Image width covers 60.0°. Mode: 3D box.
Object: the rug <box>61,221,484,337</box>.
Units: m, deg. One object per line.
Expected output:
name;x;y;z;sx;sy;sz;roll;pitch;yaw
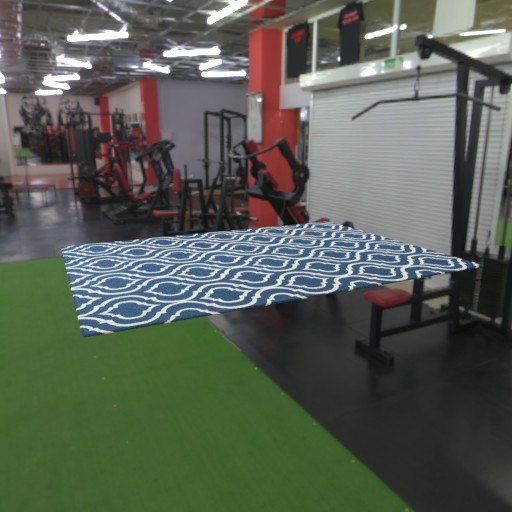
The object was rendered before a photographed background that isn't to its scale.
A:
rug;0.000;0.000;2.721;2.134;0.010;1.524;-7;16;-25
